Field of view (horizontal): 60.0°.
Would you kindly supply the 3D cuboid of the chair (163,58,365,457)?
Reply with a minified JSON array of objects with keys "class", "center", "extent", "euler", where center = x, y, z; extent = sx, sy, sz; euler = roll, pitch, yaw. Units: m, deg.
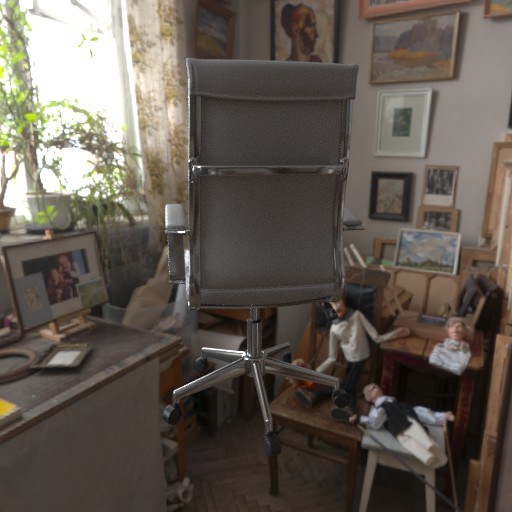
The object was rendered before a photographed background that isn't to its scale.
[{"class":"chair","center":[0.000,0.000,1.534],"extent":[0.679,1.149,0.667],"euler":[-2,13,-9]}]
